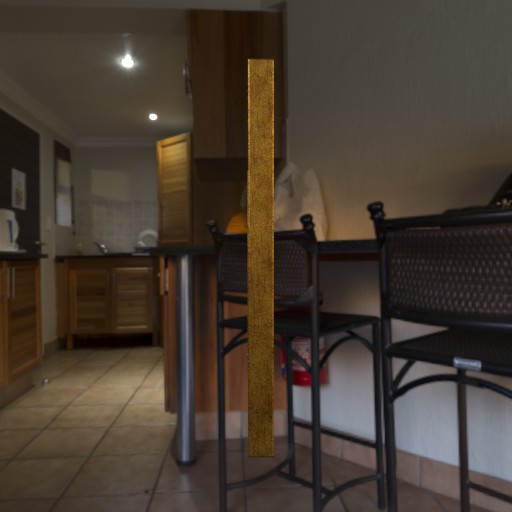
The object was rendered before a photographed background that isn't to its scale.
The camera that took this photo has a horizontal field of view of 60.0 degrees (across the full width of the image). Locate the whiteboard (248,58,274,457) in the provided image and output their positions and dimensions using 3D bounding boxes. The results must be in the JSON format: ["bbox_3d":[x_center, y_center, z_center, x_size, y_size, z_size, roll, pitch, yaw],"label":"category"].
[{"bbox_3d":[0.000,0.000,0.788,0.029,0.457,0.561,0,1,-1],"label":"whiteboard"}]
